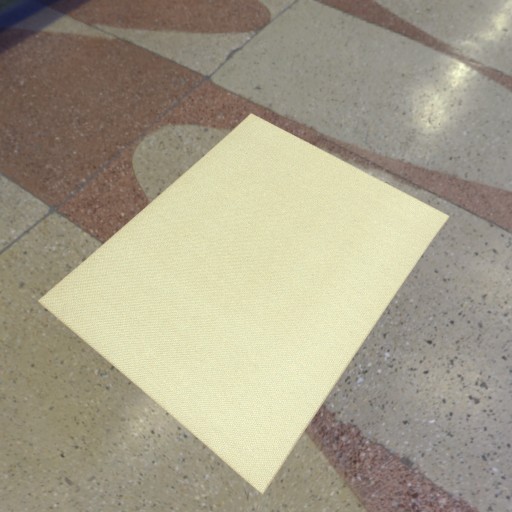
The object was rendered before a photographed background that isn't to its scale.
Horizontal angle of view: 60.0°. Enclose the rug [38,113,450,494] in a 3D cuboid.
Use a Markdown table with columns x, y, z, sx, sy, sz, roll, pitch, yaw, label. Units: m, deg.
| x | y | z | sx | sy | sz | roll | pitch | yaw | label |
| --- | --- | --- | --- | --- | --- | --- | --- | --- | --- |
| 0.000 | 0.000 | 4.089 | 2.462 | 0.018 | 3.039 | 33 | 63 | 19 | rug |
